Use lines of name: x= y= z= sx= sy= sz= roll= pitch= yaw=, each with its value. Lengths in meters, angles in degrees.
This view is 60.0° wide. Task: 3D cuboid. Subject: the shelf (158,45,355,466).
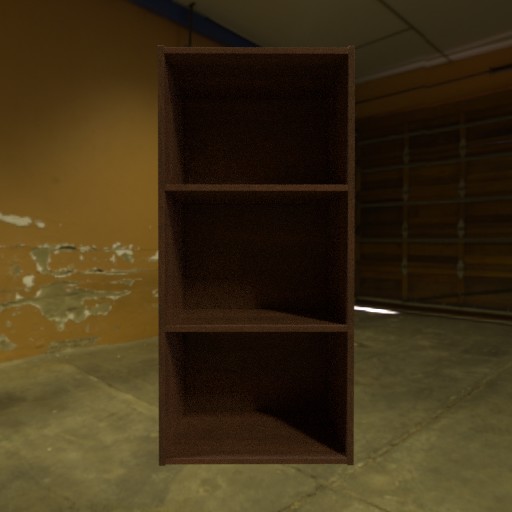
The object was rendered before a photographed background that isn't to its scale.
shelf: x=0.000 y=0.000 z=1.072 sx=0.414 sy=0.879 sz=0.290 roll=0 pitch=1 yaw=0
